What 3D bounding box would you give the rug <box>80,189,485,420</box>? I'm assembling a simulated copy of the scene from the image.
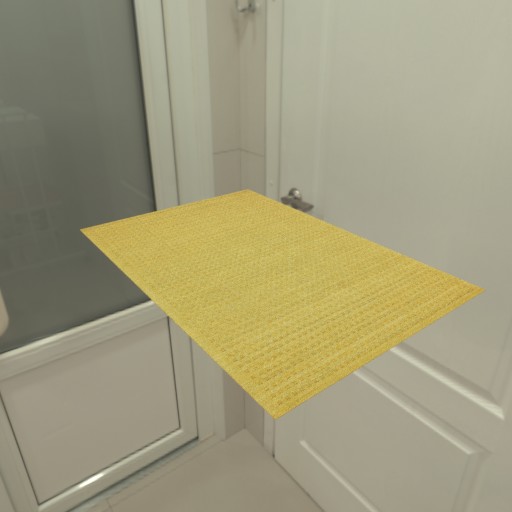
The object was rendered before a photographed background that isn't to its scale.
[{"bbox_3d":[0.000,0.000,3.707,1.981,0.006,2.895,-19,33,-33],"label":"rug"}]
